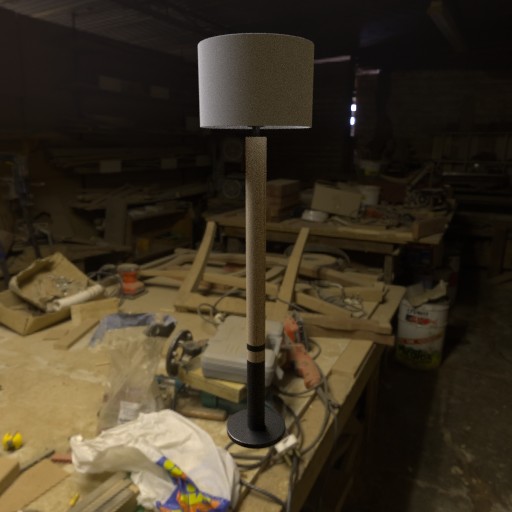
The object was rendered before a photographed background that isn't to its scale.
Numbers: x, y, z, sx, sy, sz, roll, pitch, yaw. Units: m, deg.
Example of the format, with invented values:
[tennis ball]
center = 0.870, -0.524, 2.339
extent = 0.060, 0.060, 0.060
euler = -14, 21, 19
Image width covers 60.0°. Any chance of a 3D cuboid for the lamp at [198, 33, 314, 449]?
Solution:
[lamp]
center = 0.000, 0.000, 1.644
extent = 0.381, 1.478, 0.381
euler = 8, 17, 28
